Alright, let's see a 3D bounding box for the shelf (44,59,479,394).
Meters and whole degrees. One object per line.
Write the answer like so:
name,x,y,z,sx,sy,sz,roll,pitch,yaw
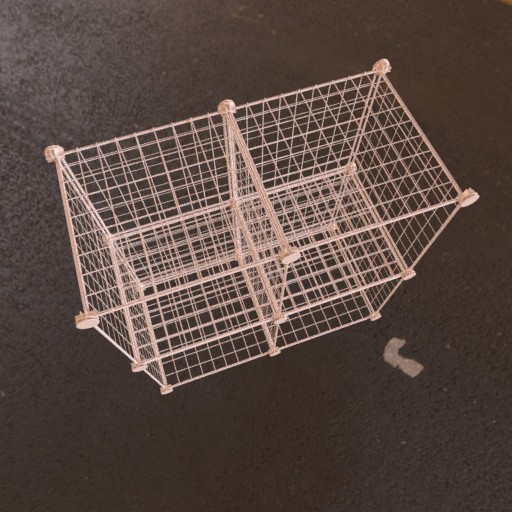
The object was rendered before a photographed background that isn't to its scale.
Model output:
shelf,0.000,0.000,1.114,0.711,0.711,0.356,-18,66,-8
